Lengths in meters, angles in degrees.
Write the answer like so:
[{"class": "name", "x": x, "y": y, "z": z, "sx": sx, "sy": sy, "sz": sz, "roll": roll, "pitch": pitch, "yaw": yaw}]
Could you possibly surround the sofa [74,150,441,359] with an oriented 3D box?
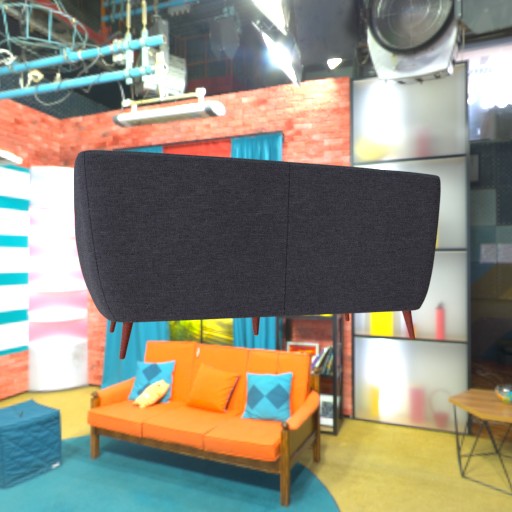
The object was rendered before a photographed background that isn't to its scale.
[{"class": "sofa", "x": 0.000, "y": 0.000, "z": 2.503, "sx": 1.929, "sy": 0.896, "sz": 0.975, "roll": 0, "pitch": -1, "yaw": -18}]
